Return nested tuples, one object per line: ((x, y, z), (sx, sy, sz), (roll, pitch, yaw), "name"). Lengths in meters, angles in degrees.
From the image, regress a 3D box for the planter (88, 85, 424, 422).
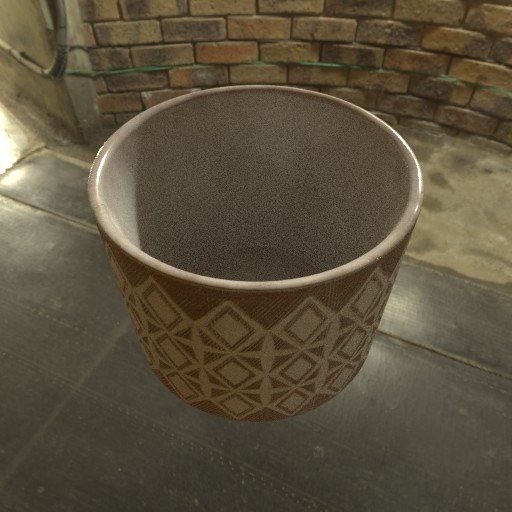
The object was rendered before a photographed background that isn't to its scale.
((0.000, 0.000, 0.322), (0.193, 0.165, 0.193), (0, 47, 0), "planter")
